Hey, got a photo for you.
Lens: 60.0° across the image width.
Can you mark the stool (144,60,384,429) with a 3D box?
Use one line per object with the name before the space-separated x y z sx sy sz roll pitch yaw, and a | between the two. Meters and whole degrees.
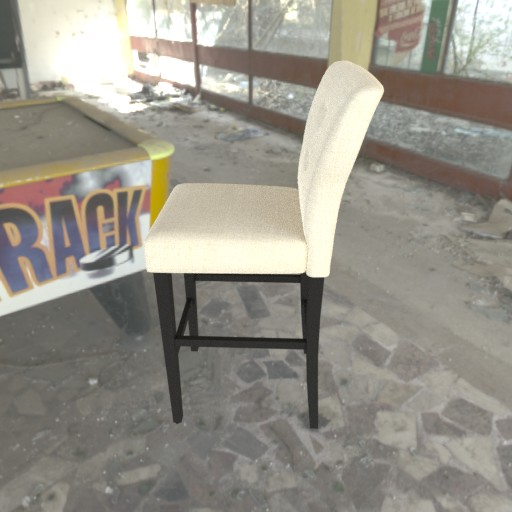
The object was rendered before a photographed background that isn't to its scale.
stool | 0.000 0.000 1.435 0.603 1.124 0.516 1 29 2
